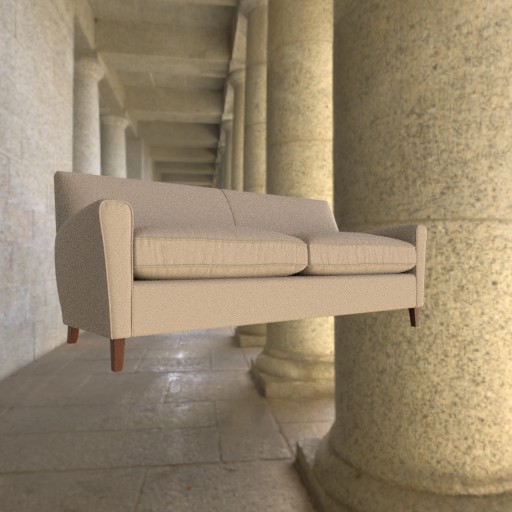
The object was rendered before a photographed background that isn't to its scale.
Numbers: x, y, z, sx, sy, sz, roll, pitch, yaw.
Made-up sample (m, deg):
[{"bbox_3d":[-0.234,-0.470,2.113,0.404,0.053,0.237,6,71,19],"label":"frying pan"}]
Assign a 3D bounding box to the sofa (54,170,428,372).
[{"bbox_3d":[0.000,0.000,2.449,2.000,0.846,0.875,0,-1,-36],"label":"sofa"}]
